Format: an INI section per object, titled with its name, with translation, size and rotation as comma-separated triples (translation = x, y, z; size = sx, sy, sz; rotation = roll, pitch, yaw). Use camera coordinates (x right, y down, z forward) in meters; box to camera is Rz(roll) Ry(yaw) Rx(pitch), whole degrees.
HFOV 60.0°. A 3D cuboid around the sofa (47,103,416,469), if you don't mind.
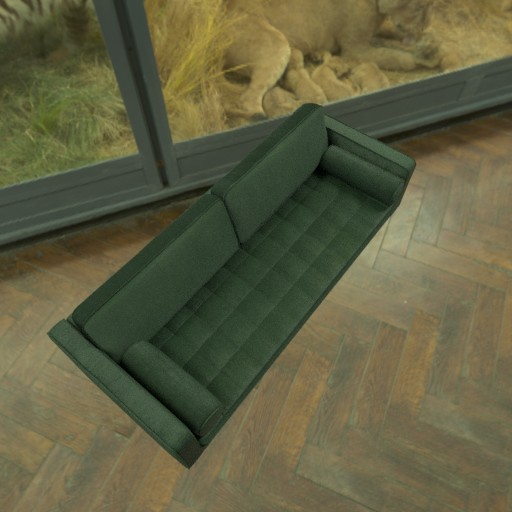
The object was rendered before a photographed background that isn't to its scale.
[sofa]
translation = 0.000, 0.000, 2.633
size = 0.918, 0.769, 2.199
rotation = 34, 64, 19
